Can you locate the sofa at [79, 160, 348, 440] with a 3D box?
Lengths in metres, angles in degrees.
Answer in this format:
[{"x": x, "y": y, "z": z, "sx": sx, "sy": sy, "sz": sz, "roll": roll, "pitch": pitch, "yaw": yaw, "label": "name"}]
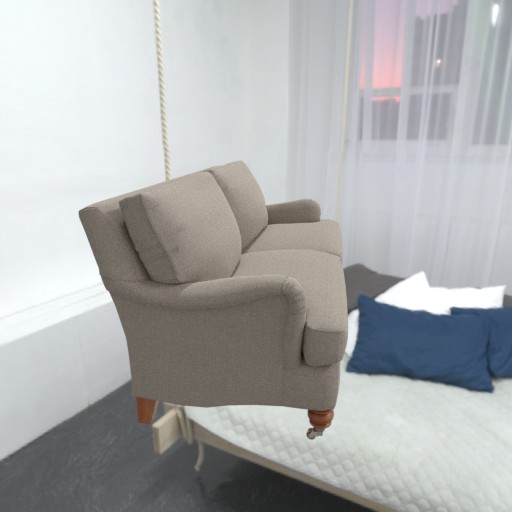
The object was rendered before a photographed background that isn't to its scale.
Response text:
[{"x": 0.000, "y": 0.000, "z": 2.763, "sx": 1.087, "sy": 1.054, "sz": 2.160, "roll": 3, "pitch": 16, "yaw": 9, "label": "sofa"}]
